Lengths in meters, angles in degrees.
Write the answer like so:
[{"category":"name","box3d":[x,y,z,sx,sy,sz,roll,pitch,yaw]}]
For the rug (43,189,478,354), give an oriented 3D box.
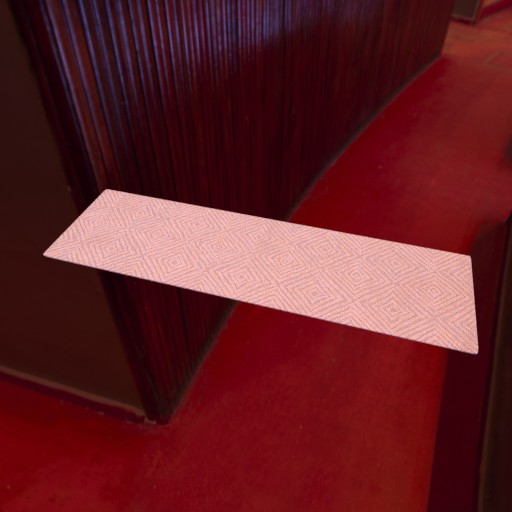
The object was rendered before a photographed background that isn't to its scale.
[{"category":"rug","box3d":[0.000,0.000,2.458,2.277,0.008,0.676,12,44,12]}]
